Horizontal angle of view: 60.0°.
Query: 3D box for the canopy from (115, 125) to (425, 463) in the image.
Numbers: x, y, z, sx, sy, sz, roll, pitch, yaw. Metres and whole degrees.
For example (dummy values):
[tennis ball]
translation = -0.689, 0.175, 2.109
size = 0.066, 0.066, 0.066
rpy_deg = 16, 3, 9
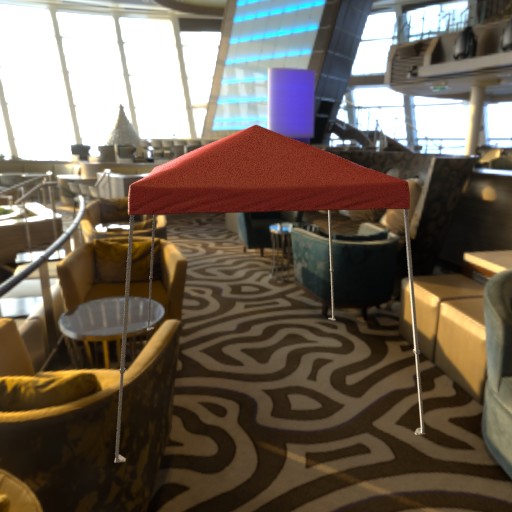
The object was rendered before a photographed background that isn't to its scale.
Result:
[canopy]
translation = 0.000, 0.000, 6.334
size = 3.600, 3.600, 3.599
rpy_deg = -2, 15, -7
